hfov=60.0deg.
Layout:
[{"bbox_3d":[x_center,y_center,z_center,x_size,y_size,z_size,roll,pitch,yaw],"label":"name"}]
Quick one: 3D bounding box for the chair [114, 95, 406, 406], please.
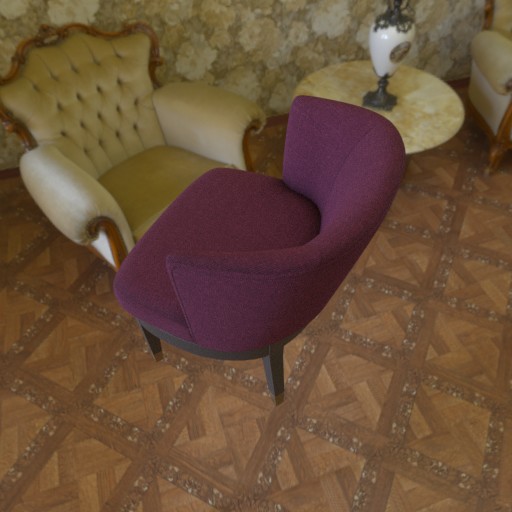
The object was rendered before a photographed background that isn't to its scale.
[{"bbox_3d":[0.000,0.000,1.299,0.660,0.760,0.700,19,51,16],"label":"chair"}]
